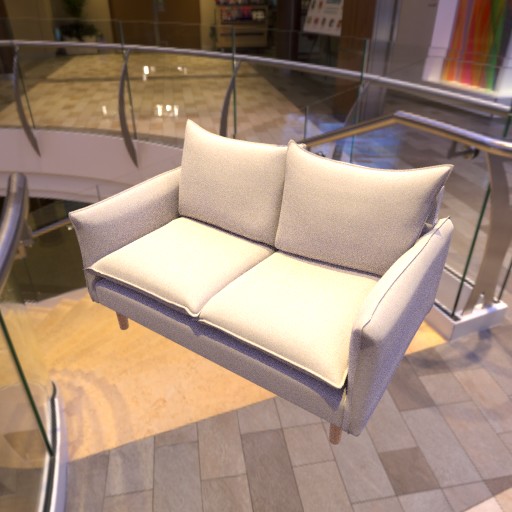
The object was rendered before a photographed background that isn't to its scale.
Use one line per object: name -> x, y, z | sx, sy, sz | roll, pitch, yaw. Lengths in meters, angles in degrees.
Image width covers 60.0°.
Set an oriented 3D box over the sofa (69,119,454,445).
sofa -> 0.000, 0.000, 1.800 | 1.300, 0.840, 0.820 | 19, 36, 29
